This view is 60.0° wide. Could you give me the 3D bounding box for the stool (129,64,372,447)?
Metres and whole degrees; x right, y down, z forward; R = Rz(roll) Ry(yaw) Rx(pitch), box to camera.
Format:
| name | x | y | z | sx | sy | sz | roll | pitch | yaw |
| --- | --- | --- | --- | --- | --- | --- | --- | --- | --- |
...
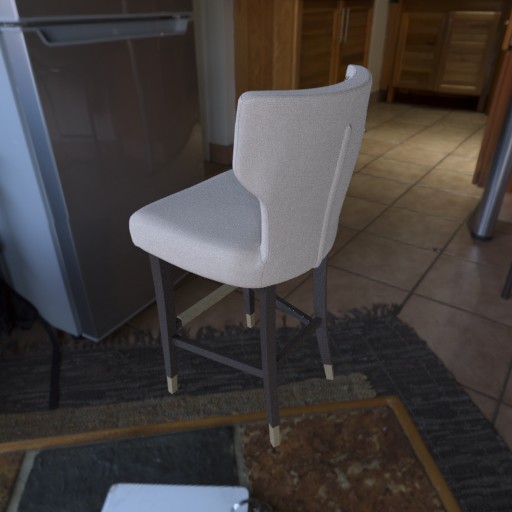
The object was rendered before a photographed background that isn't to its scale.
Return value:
| name | x | y | z | sx | sy | sz | roll | pitch | yaw |
| --- | --- | --- | --- | --- | --- | --- | --- | --- | --- |
| stool | 0.000 | 0.000 | 1.393 | 0.563 | 1.092 | 0.526 | 22 | 37 | 32 |
